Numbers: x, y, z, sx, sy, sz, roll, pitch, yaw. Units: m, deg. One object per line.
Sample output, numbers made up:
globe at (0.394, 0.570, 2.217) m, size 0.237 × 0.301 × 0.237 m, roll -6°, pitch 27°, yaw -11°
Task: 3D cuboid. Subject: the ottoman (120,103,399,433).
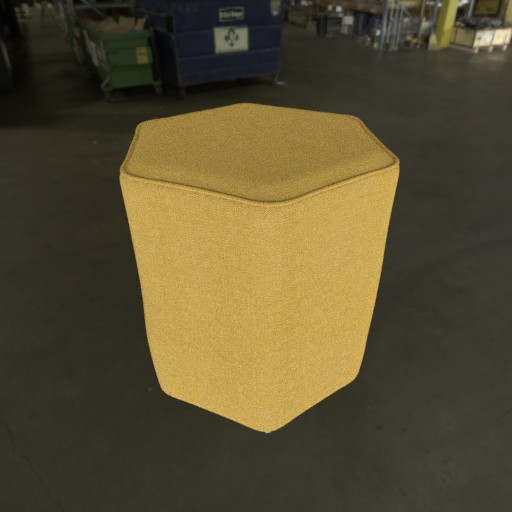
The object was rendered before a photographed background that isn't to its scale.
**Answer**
ottoman at (0.000, 0.000, 0.901) m, size 0.494 × 0.502 × 0.443 m, roll -22°, pitch 39°, yaw -29°
